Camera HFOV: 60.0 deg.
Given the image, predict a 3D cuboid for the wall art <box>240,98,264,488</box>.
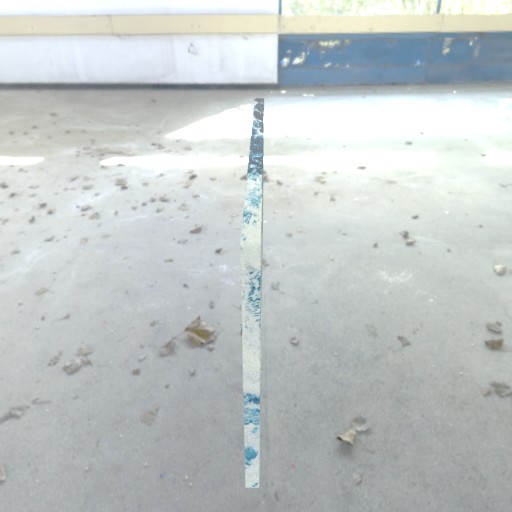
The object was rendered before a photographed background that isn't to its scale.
[{"bbox_3d":[0.000,0.000,1.963,0.055,1.017,1.524,1,32,1],"label":"wall art"}]
